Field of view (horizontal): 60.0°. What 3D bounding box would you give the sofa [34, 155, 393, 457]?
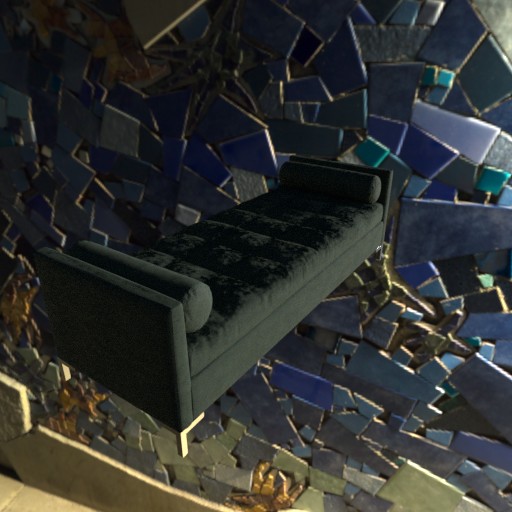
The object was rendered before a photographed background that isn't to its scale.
[{"bbox_3d":[0.000,0.000,2.495,0.797,0.657,2.102,17,31,31],"label":"sofa"}]
